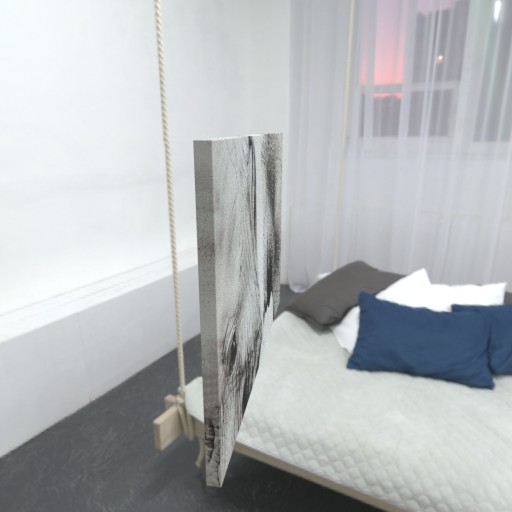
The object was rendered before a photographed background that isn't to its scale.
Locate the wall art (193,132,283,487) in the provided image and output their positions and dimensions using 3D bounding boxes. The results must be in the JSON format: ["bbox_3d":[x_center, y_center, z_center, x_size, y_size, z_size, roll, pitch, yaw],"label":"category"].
[{"bbox_3d":[0.000,0.000,1.436,0.035,0.758,1.141,3,17,9],"label":"wall art"}]
